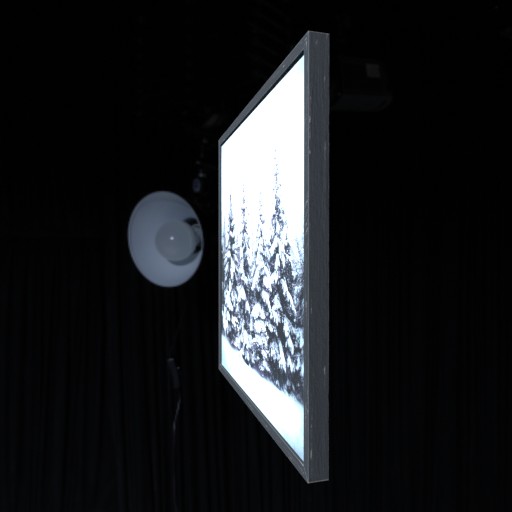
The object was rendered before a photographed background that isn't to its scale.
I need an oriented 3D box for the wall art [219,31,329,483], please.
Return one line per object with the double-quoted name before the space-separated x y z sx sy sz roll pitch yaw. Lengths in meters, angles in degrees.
"wall art" 0.000 0.000 1.115 0.037 0.761 0.761 0 1 -16
